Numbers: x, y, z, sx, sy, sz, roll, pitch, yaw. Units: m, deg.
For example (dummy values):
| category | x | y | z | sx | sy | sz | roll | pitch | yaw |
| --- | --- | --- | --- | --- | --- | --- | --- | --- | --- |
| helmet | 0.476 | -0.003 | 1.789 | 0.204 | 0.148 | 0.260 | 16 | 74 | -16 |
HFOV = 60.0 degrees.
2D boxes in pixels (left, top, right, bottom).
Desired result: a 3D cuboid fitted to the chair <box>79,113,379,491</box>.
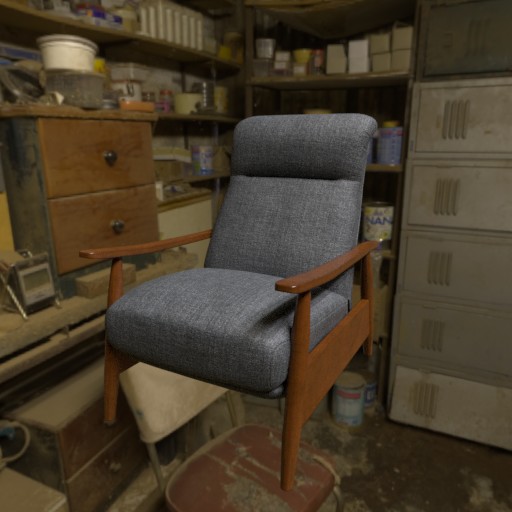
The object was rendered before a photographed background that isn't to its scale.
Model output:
| category | x | y | z | sx | sy | sz | roll | pitch | yaw |
| --- | --- | --- | --- | --- | --- | --- | --- | --- | --- |
| chair | 0.000 | 0.000 | 1.712 | 0.762 | 1.082 | 1.030 | 8 | 17 | 27 |
